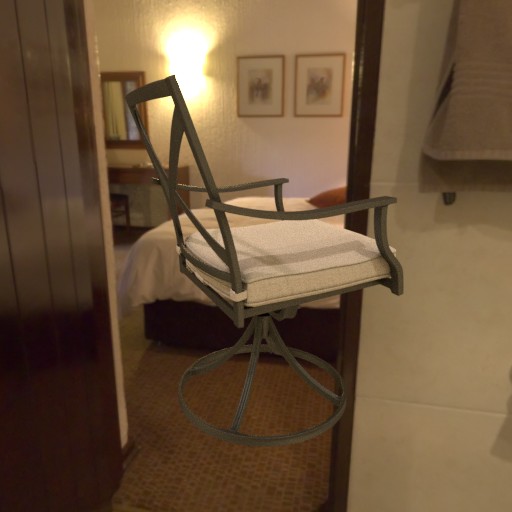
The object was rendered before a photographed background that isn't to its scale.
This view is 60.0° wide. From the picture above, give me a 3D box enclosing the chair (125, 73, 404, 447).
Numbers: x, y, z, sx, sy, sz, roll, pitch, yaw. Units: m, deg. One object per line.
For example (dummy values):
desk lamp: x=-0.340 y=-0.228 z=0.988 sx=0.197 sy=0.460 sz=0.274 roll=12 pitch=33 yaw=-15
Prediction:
chair: x=0.000 y=0.000 z=1.269 sx=0.620 sy=0.889 sz=0.575 roll=-7 pitch=17 yaw=-24
